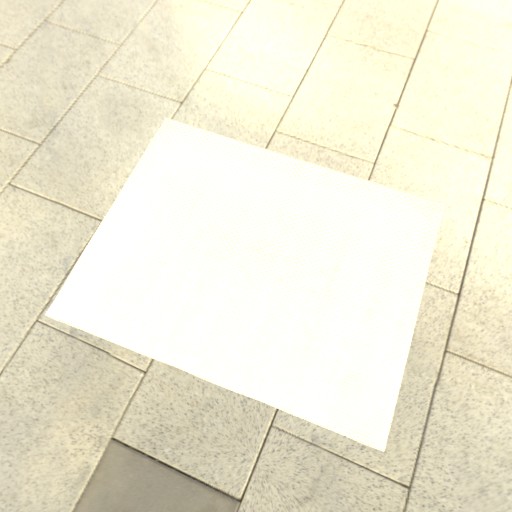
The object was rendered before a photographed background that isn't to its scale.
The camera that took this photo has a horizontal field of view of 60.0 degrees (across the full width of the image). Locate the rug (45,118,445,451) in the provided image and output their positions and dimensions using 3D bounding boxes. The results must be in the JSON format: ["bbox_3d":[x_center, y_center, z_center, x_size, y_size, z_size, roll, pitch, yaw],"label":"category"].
[{"bbox_3d":[0.000,0.000,3.909,2.897,0.035,2.277,19,66,9],"label":"rug"}]
